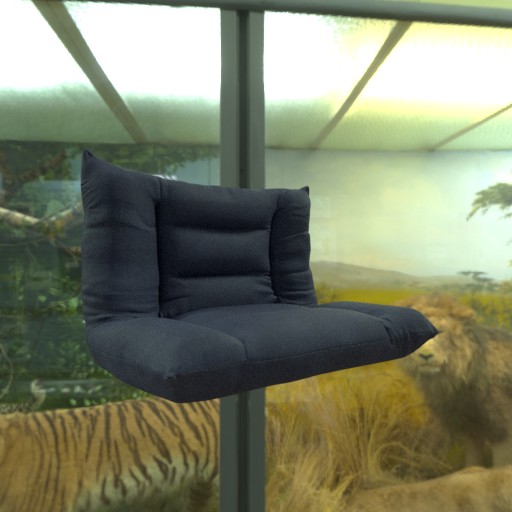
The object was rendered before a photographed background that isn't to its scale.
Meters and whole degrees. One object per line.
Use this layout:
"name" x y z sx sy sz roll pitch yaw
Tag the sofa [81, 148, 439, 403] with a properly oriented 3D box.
"sofa" 0.000 0.000 1.685 1.122 0.778 0.849 0 0 -36
